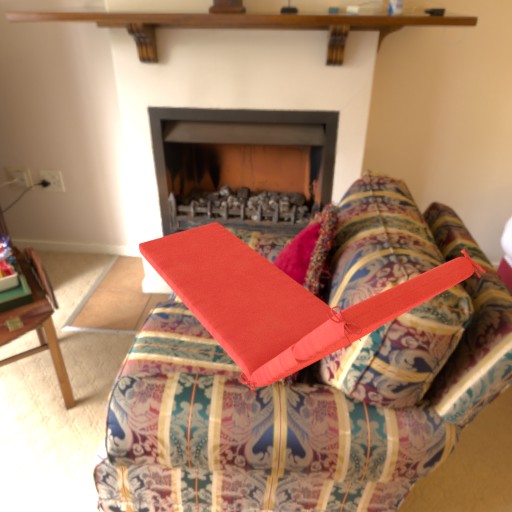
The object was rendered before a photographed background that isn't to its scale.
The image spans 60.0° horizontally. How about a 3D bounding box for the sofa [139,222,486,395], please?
[{"bbox_3d":[0.000,0.000,1.912,0.582,0.622,1.663,-19,35,-28],"label":"sofa"}]
